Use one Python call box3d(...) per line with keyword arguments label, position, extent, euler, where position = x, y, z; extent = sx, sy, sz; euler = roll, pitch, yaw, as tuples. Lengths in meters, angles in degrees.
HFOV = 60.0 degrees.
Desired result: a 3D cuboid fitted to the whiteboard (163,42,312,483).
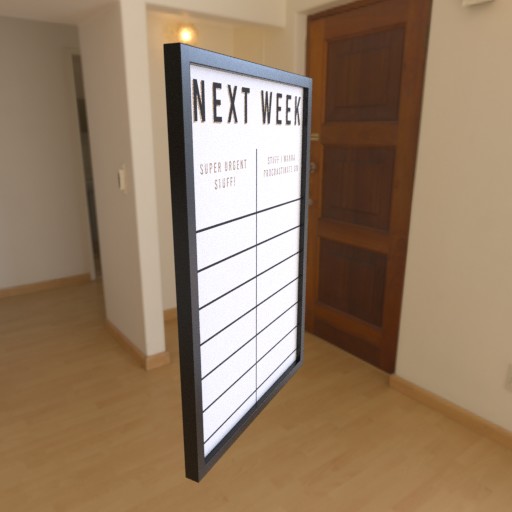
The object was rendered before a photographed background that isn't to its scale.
box3d(label="whiteboard", position=(0.000, 0.000, 0.764), extent=(0.026, 0.611, 0.406), euler=(8, 18, 27))
